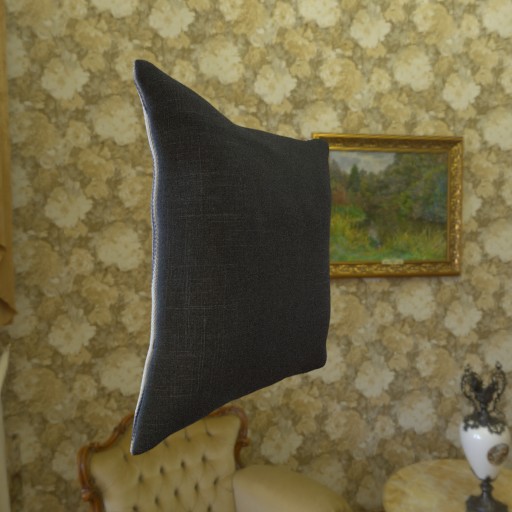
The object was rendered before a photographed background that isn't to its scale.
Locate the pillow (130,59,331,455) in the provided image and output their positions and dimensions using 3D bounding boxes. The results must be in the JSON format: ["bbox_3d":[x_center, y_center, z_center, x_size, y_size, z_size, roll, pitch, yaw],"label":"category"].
[{"bbox_3d":[0.000,0.000,0.681,0.138,0.444,0.468,1,1,36],"label":"pillow"}]
